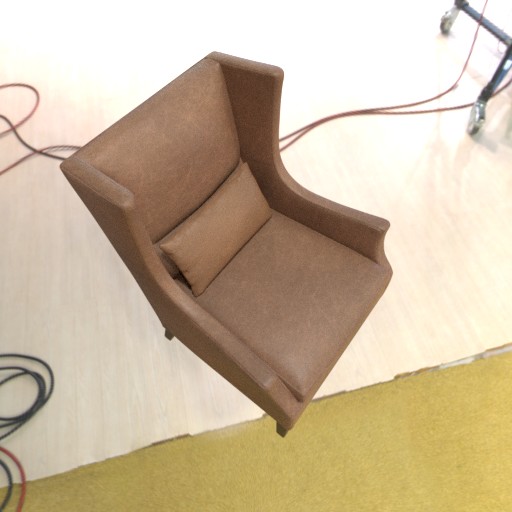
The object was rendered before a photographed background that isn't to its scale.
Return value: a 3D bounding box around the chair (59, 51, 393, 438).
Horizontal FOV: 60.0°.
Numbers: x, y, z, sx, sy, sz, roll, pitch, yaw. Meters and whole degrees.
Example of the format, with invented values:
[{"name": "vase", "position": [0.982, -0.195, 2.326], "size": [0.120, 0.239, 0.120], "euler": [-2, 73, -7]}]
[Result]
[{"name": "chair", "position": [0.000, 0.000, 1.705], "size": [0.913, 1.088, 0.815], "euler": [33, 63, 19]}]
